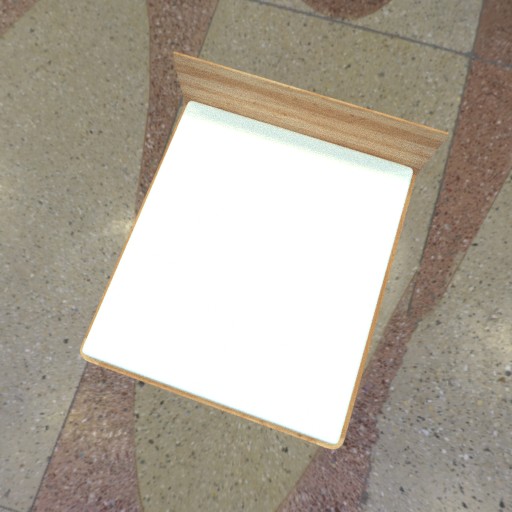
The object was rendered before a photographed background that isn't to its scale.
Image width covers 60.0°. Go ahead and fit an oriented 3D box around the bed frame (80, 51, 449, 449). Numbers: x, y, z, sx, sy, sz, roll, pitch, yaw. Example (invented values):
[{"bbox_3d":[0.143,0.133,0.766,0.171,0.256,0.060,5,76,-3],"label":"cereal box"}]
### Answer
[{"bbox_3d":[0.000,0.000,3.093,1.872,0.940,2.092,18,76,5],"label":"bed frame"}]
